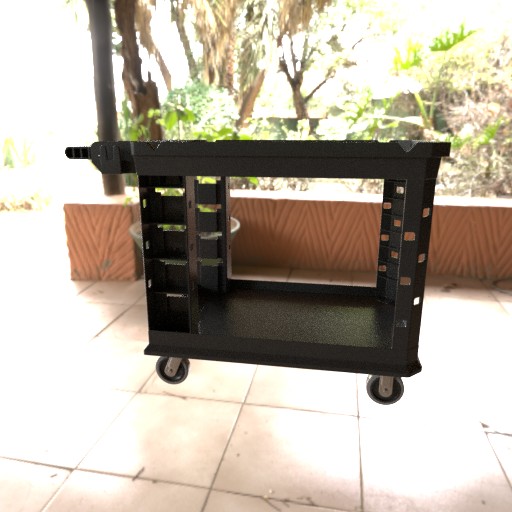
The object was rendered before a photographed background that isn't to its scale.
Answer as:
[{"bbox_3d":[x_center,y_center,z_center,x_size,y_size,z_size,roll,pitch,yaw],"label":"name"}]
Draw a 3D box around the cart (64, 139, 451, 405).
[{"bbox_3d":[0.000,0.000,1.754,1.239,0.884,0.674,3,15,10],"label":"cart"}]
